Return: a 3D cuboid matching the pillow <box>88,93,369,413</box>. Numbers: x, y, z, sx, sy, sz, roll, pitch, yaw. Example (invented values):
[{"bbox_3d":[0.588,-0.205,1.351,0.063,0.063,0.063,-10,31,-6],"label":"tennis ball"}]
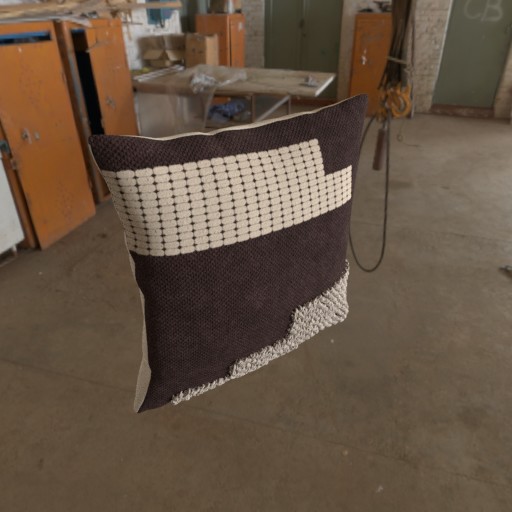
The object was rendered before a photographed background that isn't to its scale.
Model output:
[{"bbox_3d":[0.000,0.000,0.730,0.475,0.473,0.178,-20,36,-31],"label":"pillow"}]
